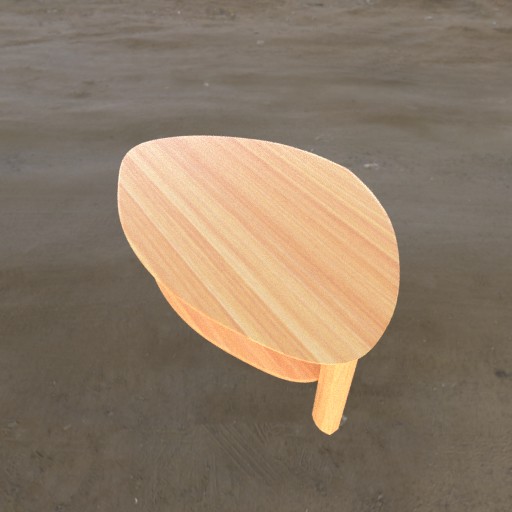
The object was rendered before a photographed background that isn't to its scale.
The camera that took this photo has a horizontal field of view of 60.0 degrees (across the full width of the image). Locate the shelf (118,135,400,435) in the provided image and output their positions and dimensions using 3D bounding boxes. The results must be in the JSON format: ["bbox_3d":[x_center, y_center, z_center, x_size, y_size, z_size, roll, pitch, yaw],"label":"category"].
[{"bbox_3d":[0.000,0.000,1.644,0.845,0.440,1.246,-26,49,-24],"label":"shelf"}]
